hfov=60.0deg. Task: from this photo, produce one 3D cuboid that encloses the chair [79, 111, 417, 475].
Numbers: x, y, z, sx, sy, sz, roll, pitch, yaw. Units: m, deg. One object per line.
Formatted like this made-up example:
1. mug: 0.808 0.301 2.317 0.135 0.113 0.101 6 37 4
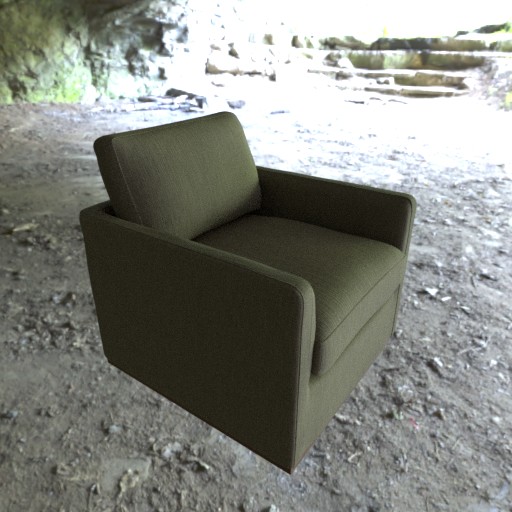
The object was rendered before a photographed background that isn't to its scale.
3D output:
1. chair: 0.000 0.000 1.483 0.834 0.811 0.763 18 32 32
